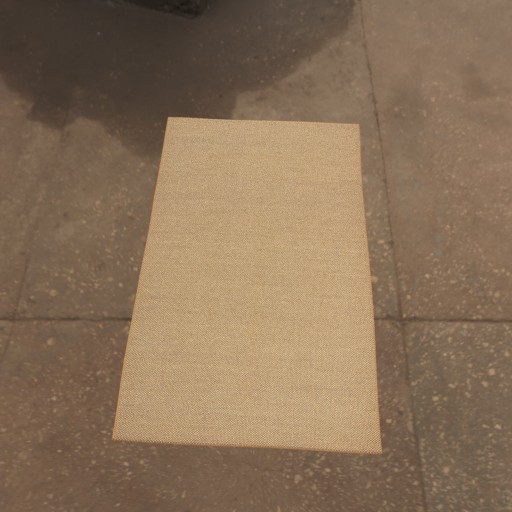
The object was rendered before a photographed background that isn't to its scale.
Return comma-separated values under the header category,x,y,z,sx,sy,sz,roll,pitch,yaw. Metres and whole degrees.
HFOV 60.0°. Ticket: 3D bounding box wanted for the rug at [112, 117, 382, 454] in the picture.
category,x,y,z,sx,sy,sz,roll,pitch,yaw
rug,0.000,0.000,2.105,1.078,0.013,1.678,2,64,1
